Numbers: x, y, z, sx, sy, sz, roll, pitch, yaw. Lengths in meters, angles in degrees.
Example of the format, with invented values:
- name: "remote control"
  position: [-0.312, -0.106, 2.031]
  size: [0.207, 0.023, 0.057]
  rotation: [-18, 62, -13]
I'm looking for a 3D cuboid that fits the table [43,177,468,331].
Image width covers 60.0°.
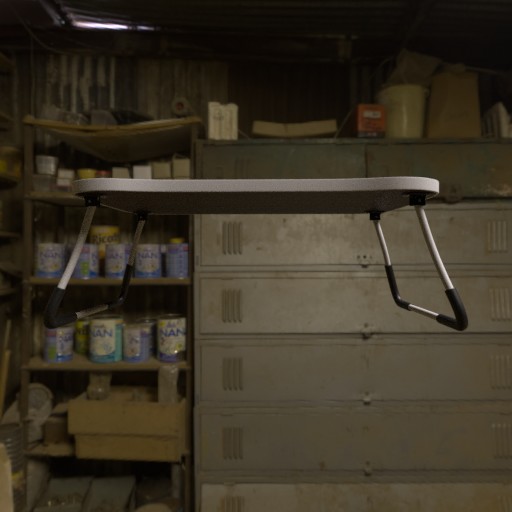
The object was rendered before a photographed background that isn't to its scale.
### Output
- name: "table"
  position: [0.000, 0.000, 0.852]
  size: [0.660, 0.232, 0.400]
  rotation: [0, 0, 2]
